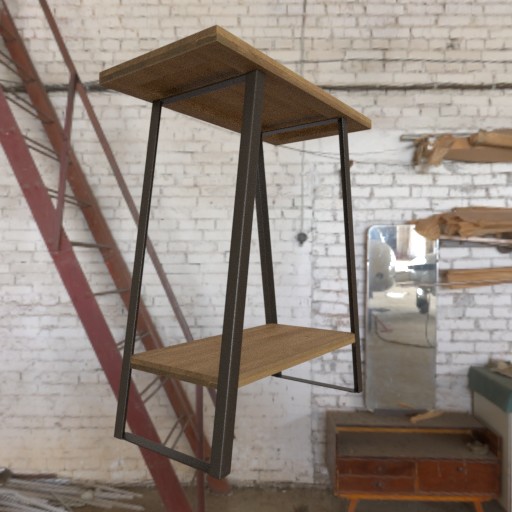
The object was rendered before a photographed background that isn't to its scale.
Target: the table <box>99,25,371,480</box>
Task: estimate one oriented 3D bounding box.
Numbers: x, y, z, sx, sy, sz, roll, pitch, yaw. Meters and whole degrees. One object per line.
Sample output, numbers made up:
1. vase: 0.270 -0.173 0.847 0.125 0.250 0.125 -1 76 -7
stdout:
1. table: 0.000 0.000 0.996 0.300 0.701 0.599 0 1 37
